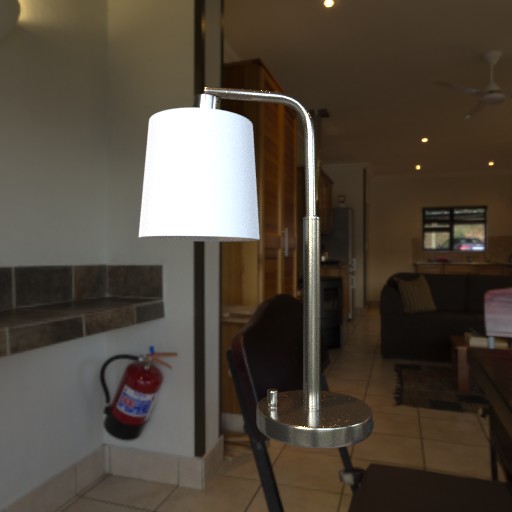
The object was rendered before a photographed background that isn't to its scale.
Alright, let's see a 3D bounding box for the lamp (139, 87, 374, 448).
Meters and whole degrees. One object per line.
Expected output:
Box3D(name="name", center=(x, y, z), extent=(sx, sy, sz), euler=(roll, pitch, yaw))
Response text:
Box3D(name="lamp", center=(0.000, 0.000, 0.640), extent=(0.333, 0.489, 0.171), euler=(0, 0, -1))
